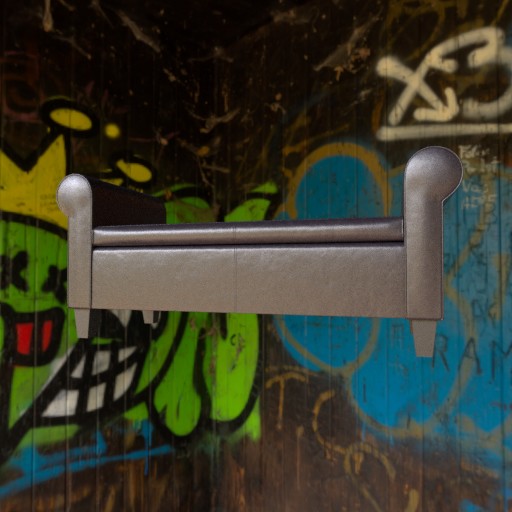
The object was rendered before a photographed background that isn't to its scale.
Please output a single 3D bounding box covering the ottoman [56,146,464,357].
[{"bbox_3d":[0.000,0.000,1.539,1.256,0.547,0.521,-1,-2,17],"label":"ottoman"}]
